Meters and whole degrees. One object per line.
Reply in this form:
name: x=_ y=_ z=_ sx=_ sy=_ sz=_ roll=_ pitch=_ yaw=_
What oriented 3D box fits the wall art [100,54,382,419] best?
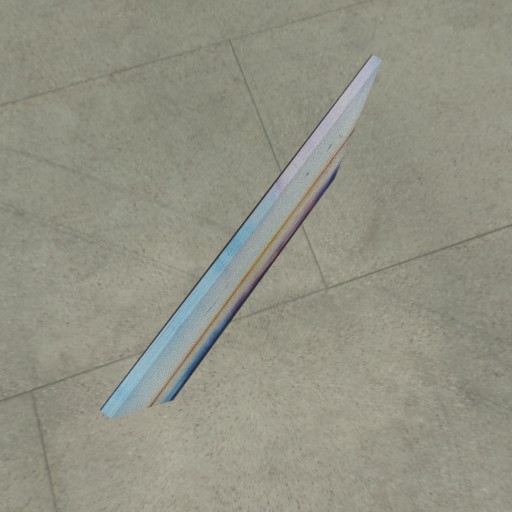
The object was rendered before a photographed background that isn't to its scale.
wall art: x=0.000 y=0.000 z=0.775 sx=0.018 sy=0.402 sz=0.604 roll=35 pitch=78 yaw=9
